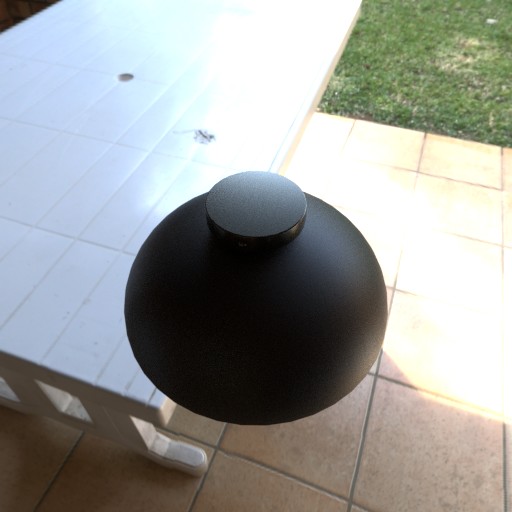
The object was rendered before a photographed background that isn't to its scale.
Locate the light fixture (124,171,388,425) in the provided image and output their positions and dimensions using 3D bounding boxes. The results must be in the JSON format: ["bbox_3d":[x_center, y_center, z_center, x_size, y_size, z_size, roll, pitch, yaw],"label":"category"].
[{"bbox_3d":[0.000,0.000,0.552,0.355,0.177,0.355,0,47,0],"label":"light fixture"}]
